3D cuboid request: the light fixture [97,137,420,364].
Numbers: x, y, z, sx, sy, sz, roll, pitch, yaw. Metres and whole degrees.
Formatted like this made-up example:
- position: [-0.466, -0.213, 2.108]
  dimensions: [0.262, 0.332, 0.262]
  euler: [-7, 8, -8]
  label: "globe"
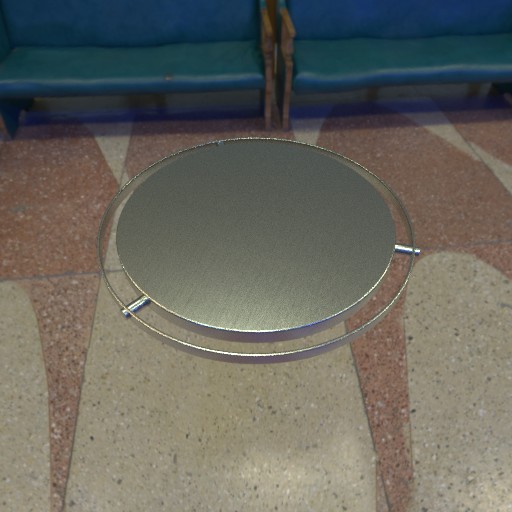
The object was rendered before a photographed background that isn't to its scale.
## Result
- position: [0.000, 0.000, 0.560]
  dimensions: [0.361, 0.130, 0.361]
  euler: [0, 46, 0]
  label: "light fixture"
